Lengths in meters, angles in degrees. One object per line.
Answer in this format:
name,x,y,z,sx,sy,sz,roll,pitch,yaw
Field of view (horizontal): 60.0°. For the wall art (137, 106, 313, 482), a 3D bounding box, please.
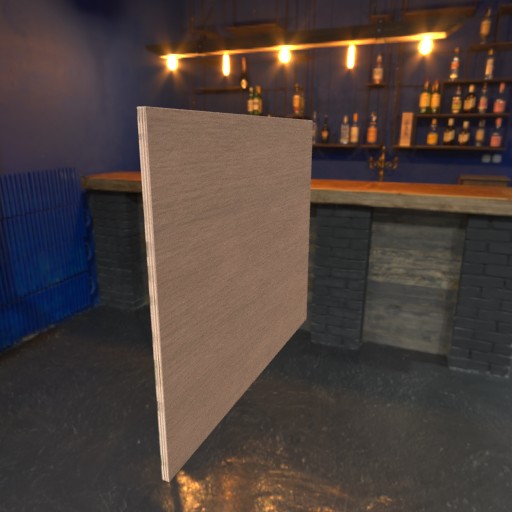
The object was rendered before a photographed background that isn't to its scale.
wall art,0.000,0.000,0.678,0.010,0.408,0.508,7,17,23
